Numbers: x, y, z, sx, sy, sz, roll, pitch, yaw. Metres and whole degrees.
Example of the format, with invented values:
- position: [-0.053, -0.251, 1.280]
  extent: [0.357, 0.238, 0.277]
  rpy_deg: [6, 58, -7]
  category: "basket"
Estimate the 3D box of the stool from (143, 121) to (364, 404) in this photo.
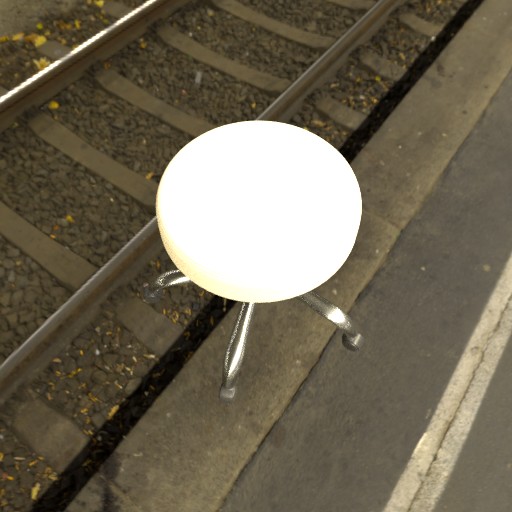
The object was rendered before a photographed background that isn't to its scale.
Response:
- position: [0.000, 0.000, 1.081]
  extent: [0.634, 0.482, 0.614]
  rpy_deg: [13, 59, 8]
  category: "stool"
